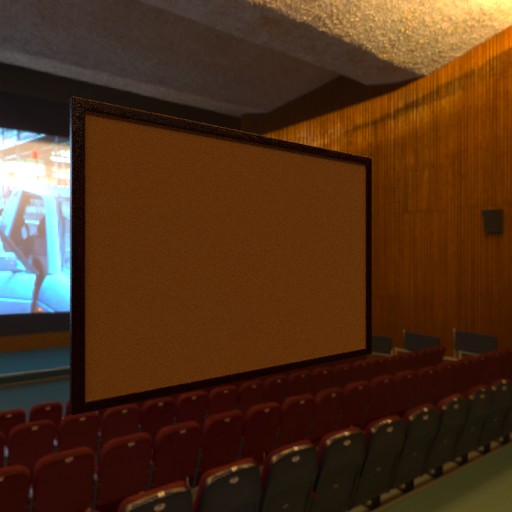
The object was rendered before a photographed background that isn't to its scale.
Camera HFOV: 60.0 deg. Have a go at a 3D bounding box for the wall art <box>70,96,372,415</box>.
[{"bbox_3d":[0.000,0.000,1.027,0.816,0.559,0.014,0,0,-37],"label":"wall art"}]
